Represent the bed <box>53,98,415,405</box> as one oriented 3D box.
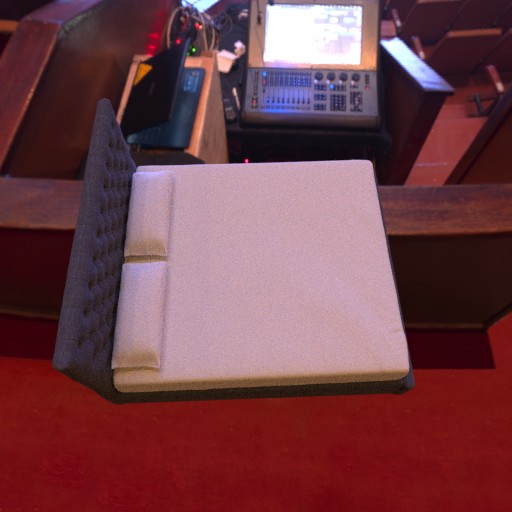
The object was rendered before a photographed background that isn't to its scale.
[{"bbox_3d":[0.000,0.000,3.563,2.387,1.427,2.078,-2,64,-1],"label":"bed"}]
